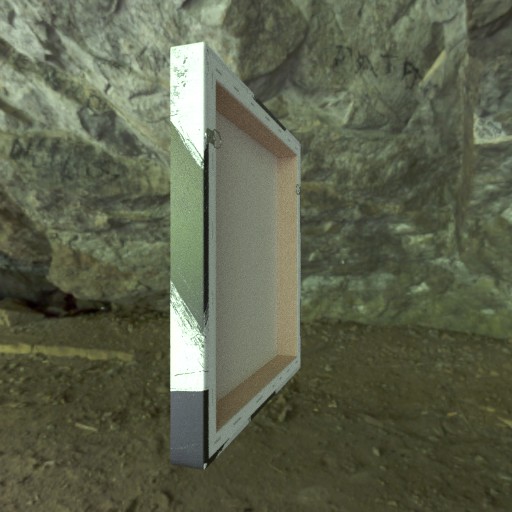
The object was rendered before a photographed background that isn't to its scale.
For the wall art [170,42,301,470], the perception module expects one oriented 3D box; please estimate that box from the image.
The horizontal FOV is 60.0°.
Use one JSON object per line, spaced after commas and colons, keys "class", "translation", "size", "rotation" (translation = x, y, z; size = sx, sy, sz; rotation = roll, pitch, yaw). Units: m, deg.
{"class": "wall art", "translation": [0.000, 0.000, 0.767], "size": [0.050, 0.508, 0.507], "rotation": [0, 0, 19]}
